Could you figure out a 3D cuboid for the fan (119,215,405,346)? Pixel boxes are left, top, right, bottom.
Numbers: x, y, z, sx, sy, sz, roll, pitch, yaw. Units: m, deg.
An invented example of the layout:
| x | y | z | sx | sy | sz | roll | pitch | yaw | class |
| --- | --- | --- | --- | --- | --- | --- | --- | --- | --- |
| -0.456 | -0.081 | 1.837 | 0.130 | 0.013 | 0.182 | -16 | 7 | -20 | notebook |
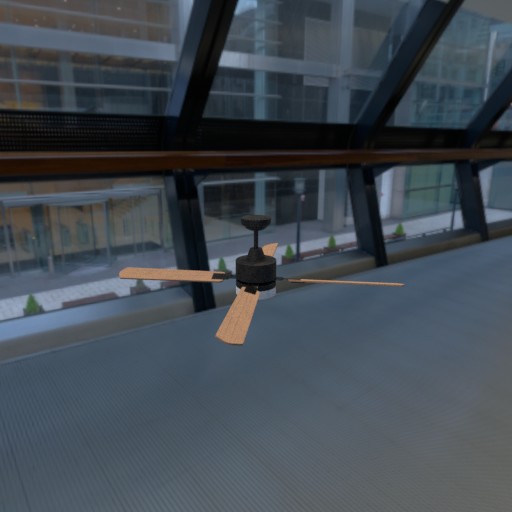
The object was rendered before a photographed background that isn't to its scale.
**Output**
| x | y | z | sx | sy | sz | roll | pitch | yaw | class |
| --- | --- | --- | --- | --- | --- | --- | --- | --- | --- |
| 0.000 | 0.000 | 2.012 | 1.320 | 0.355 | 1.320 | 2 | 16 | 8 | fan |
